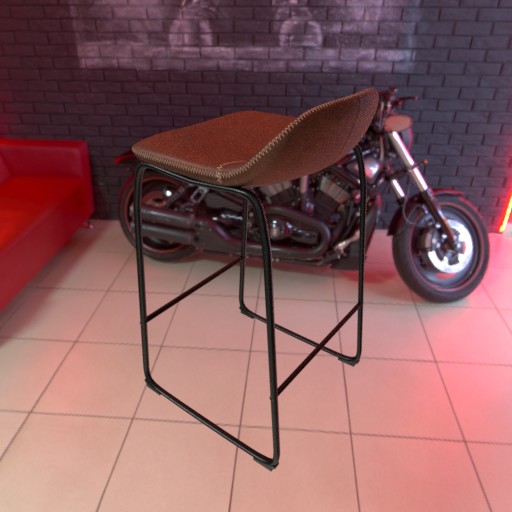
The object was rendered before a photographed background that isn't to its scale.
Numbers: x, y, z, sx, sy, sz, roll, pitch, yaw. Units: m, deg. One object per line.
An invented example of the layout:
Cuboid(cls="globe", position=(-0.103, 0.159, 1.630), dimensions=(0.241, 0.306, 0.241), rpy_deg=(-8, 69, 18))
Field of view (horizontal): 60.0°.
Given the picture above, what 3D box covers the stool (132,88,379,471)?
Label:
Cuboid(cls="stool", position=(0.000, 0.000, 1.117), dimensions=(0.473, 0.830, 0.454), rpy_deg=(21, 36, 31))
